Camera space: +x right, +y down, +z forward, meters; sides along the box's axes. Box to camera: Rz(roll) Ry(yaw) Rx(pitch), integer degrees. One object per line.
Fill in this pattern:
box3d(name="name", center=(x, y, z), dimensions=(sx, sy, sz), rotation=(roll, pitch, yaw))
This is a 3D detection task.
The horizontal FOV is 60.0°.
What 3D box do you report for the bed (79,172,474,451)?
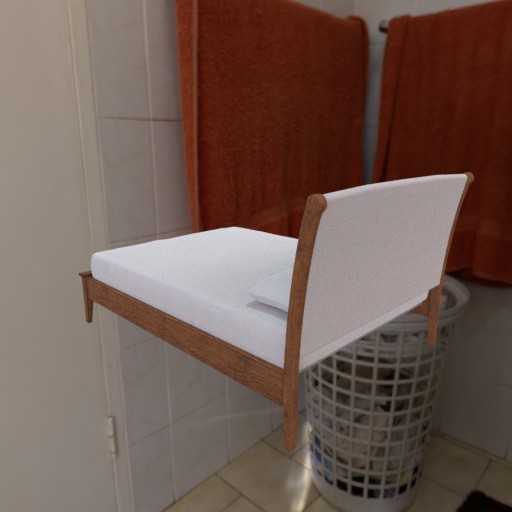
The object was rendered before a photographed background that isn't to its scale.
box3d(name="bed", center=(0.000, 0.000, 2.922), dimensions=(1.502, 1.135, 2.108), rotation=(-15, 21, -43))
